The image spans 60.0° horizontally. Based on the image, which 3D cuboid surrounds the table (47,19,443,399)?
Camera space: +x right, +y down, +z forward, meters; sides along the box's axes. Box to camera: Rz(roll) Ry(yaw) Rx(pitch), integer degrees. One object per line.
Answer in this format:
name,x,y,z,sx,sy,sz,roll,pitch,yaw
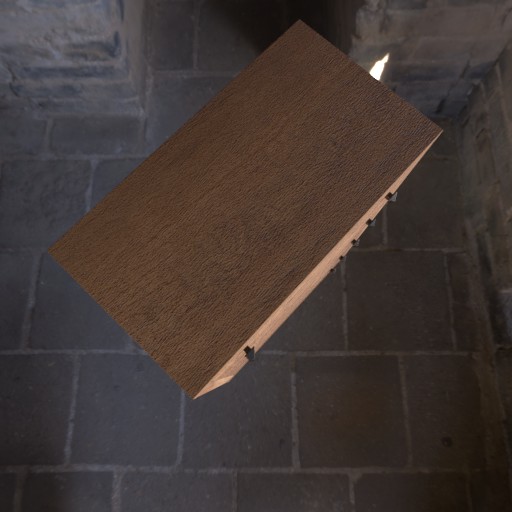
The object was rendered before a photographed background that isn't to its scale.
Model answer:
table,0.000,0.000,1.718,0.524,1.294,0.901,42,80,10
